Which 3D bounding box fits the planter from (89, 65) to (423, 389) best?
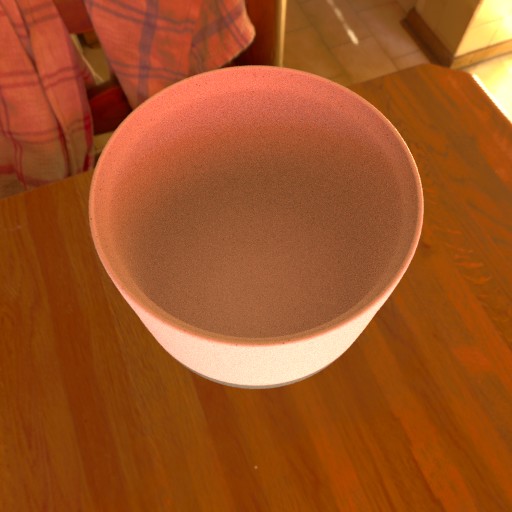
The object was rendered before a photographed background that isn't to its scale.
[{"bbox_3d":[0.000,0.000,0.476,0.268,0.270,0.268,0,65,0],"label":"planter"}]
